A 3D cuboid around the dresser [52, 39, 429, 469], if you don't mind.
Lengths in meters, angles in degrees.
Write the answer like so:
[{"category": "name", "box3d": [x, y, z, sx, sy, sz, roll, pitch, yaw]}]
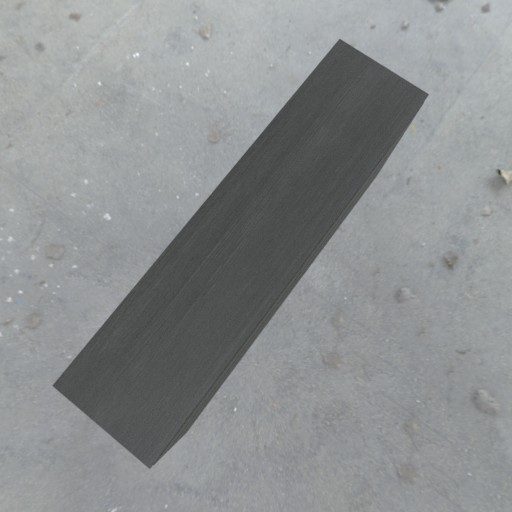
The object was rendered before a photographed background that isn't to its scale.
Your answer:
[{"category": "dresser", "box3d": [0.000, 0.000, 1.895, 0.400, 0.795, 1.590, 36, 79, 8]}]
